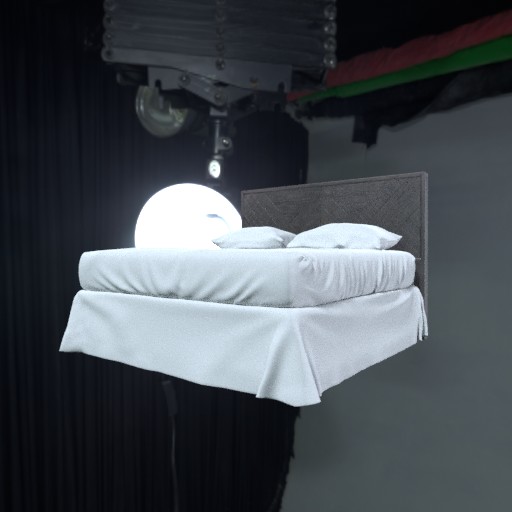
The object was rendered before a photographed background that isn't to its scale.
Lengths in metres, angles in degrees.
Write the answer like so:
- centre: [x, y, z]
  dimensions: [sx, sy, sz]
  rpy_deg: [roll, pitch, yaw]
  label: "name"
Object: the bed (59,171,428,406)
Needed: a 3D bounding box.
- centre: [0.000, 0.000, 2.839]
  dimensions: [1.772, 1.142, 1.785]
  rpy_deg: [0, 1, 37]
  label: "bed"
